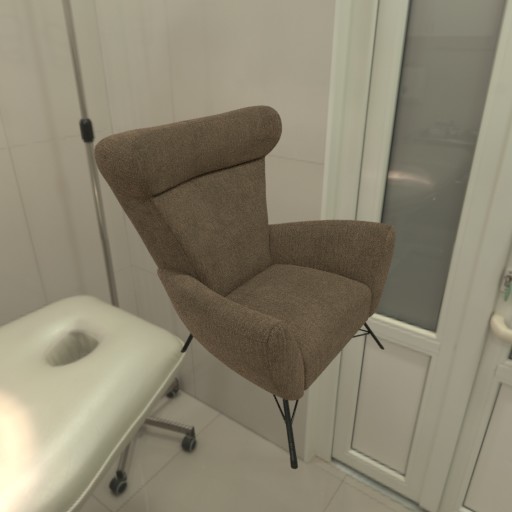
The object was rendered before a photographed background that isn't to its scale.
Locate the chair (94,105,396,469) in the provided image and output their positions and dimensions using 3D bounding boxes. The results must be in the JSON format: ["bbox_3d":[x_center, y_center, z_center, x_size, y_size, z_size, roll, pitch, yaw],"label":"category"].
[{"bbox_3d":[0.000,0.000,1.791,0.900,1.040,0.980,18,31,32],"label":"chair"}]
